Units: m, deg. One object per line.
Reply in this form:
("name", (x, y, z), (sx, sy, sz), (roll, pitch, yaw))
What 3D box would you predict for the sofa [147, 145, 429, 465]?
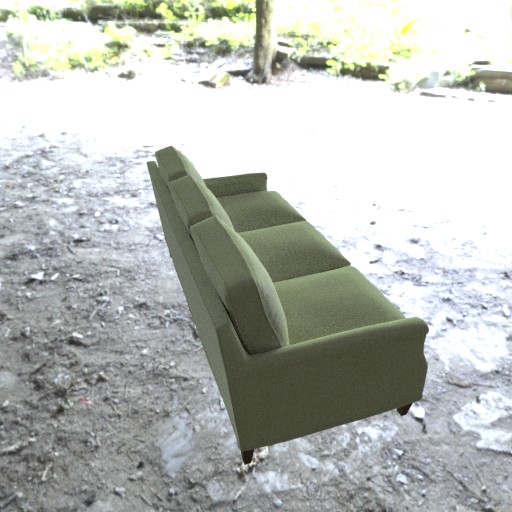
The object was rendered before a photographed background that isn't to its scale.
("sofa", (0.000, 0.000, 2.881), (1.084, 1.003, 2.246), (-10, 31, -16))
